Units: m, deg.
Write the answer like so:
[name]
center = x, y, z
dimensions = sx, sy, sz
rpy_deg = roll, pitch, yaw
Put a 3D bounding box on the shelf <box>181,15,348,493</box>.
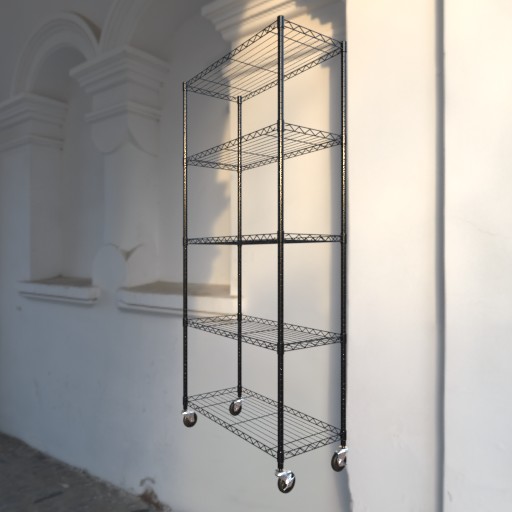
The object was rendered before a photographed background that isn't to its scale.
[shelf]
center = 0.000, 0.000, 1.909
dimensions = 0.356, 1.645, 0.762
rpy_deg = 0, 0, -36
